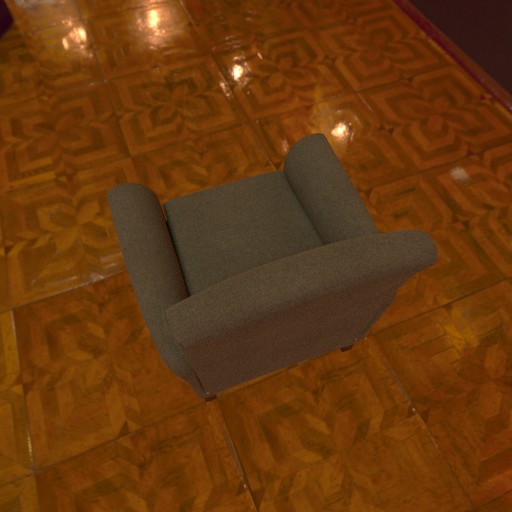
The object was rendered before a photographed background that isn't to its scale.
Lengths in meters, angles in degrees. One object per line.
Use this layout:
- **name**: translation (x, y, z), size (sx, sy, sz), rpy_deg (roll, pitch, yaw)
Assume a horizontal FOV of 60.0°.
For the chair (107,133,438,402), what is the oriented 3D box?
- **chair**: translation (0.000, 0.000, 1.733), size (0.978, 1.061, 0.905), rpy_deg (-17, 60, -10)
